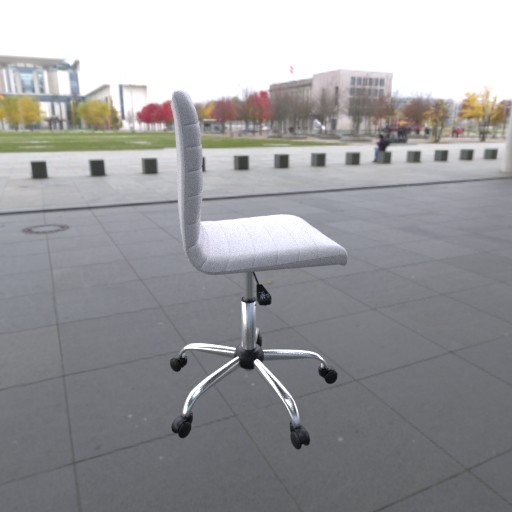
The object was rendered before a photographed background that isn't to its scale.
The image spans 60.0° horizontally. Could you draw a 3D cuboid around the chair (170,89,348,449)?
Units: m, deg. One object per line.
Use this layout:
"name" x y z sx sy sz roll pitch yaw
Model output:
"chair" 0.000 0.000 1.093 0.455 0.750 0.520 -3 17 -10
